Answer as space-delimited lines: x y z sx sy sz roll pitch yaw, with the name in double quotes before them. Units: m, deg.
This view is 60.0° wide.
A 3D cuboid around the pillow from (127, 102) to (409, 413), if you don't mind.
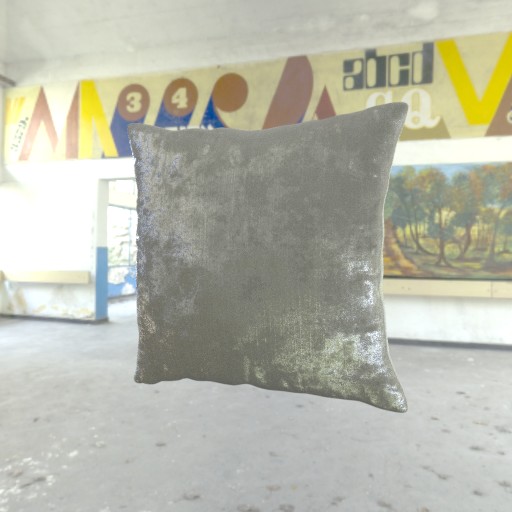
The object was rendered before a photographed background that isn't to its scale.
"pillow" 0.000 0.000 0.722 0.470 0.464 0.175 0 0 17
